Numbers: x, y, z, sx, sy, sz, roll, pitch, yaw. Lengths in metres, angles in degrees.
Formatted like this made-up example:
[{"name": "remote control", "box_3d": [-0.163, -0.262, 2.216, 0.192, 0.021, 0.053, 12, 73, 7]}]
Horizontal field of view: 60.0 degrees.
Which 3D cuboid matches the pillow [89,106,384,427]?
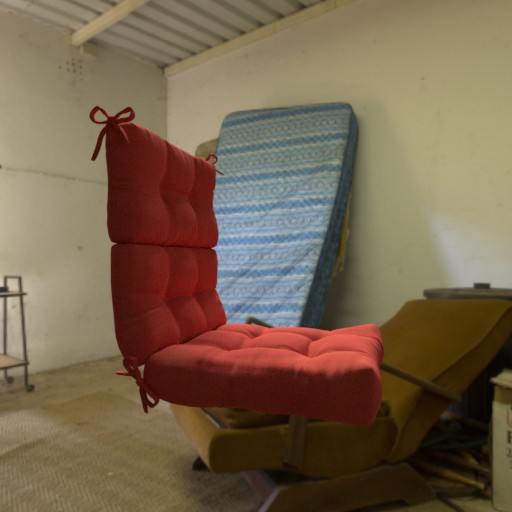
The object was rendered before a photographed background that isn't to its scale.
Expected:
[{"name": "pillow", "box_3d": [0.000, 0.000, 1.034, 0.571, 0.605, 0.519, 0, -1, 17]}]
